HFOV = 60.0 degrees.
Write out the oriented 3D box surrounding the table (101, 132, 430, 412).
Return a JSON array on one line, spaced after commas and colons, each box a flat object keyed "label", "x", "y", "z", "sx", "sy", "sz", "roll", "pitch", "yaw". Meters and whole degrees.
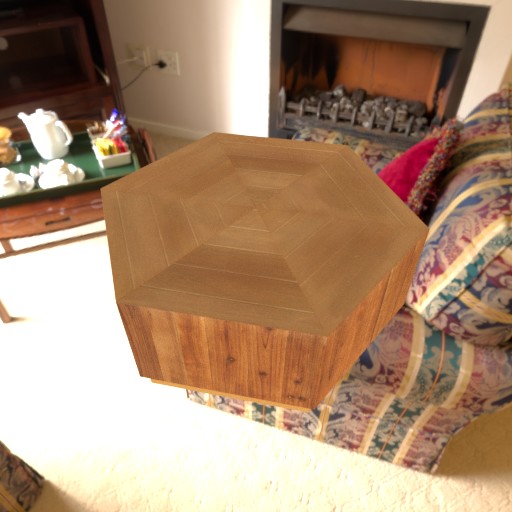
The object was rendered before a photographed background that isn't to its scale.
[{"label": "table", "x": 0.000, "y": 0.000, "z": 1.682, "sx": 1.000, "sy": 0.456, "sz": 1.154, "roll": -13, "pitch": 44, "yaw": -13}]
